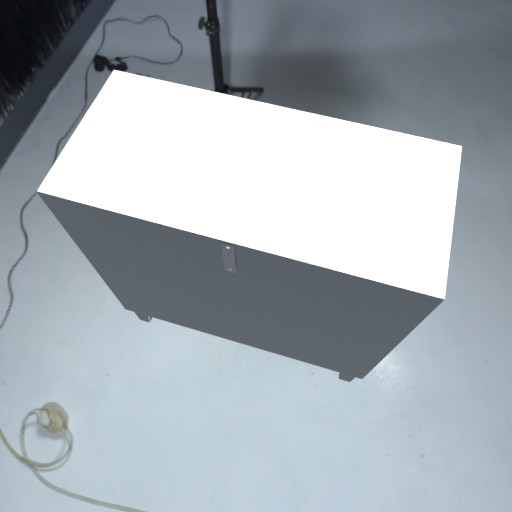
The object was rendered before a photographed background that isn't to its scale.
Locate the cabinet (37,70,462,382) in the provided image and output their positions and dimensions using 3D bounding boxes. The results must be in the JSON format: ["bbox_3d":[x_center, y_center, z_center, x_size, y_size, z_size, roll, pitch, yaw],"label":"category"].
[{"bbox_3d":[0.000,0.000,1.238,0.781,0.787,0.370,15,64,7],"label":"cabinet"}]
